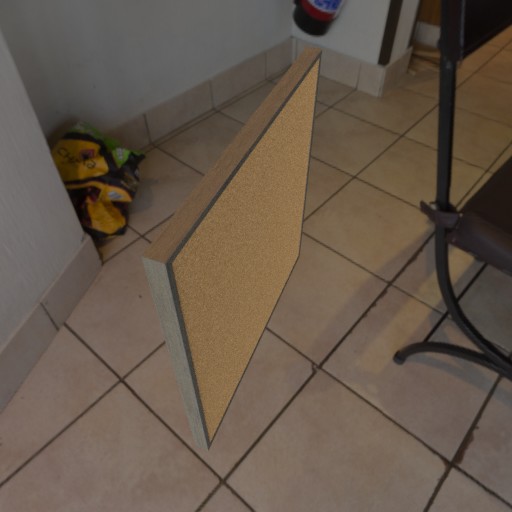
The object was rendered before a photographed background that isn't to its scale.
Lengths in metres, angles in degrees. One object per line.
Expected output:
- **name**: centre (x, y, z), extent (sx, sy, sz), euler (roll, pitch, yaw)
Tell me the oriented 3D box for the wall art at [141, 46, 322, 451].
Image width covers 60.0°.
- **wall art**: centre (0.000, 0.000, 1.140), extent (0.039, 0.758, 0.758), euler (17, 50, 15)
